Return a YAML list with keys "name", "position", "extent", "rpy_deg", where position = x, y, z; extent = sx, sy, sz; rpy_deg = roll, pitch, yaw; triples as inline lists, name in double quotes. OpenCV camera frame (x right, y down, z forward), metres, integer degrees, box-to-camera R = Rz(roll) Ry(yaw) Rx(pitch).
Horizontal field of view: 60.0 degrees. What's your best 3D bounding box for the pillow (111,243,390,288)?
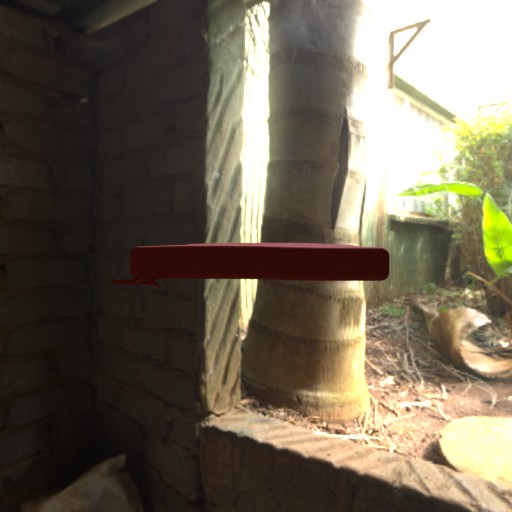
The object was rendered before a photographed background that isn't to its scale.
- name: "pillow"
  position: [0.000, 0.000, 1.335]
  extent: [0.492, 0.081, 1.187]
  rpy_deg: [0, 2, 1]
